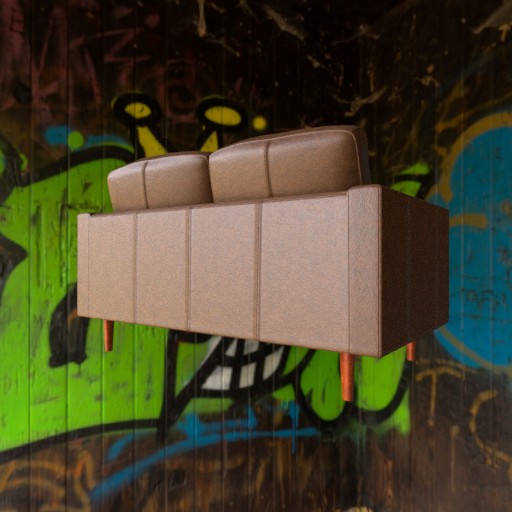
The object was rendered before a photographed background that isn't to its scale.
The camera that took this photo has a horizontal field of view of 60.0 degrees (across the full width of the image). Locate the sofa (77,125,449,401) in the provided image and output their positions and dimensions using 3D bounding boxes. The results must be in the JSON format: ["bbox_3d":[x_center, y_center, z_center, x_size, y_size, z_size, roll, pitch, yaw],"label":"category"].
[{"bbox_3d":[0.000,0.000,2.140,1.578,0.951,0.909,0,0,36],"label":"sofa"}]
